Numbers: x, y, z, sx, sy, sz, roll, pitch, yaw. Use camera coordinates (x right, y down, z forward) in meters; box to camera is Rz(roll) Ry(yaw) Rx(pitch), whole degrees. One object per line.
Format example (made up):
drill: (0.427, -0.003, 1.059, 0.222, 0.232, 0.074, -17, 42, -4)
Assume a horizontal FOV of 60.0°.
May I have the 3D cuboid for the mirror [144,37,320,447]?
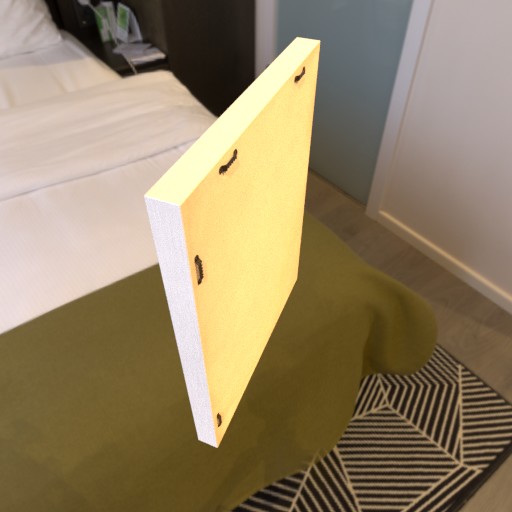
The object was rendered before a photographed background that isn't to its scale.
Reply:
mirror: (0.000, 0.000, 0.686, 0.041, 0.509, 0.406, 16, 47, 16)
